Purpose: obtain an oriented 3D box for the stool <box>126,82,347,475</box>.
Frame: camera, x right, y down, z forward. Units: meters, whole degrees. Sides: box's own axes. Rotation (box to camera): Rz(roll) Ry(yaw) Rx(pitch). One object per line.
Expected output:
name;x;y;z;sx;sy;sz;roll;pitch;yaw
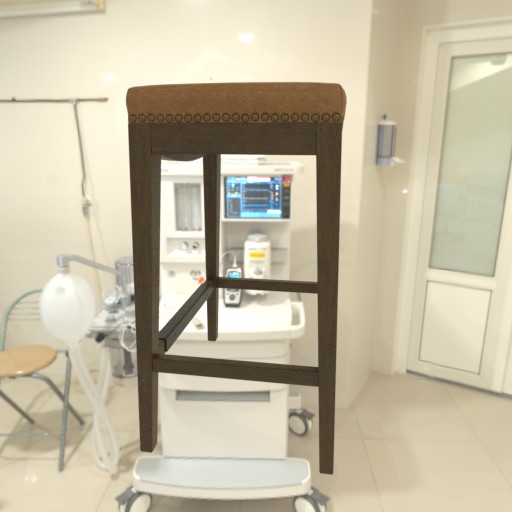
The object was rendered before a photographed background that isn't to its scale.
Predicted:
stool;0.000;0.000;0.961;0.361;0.660;0.500;3;16;9
